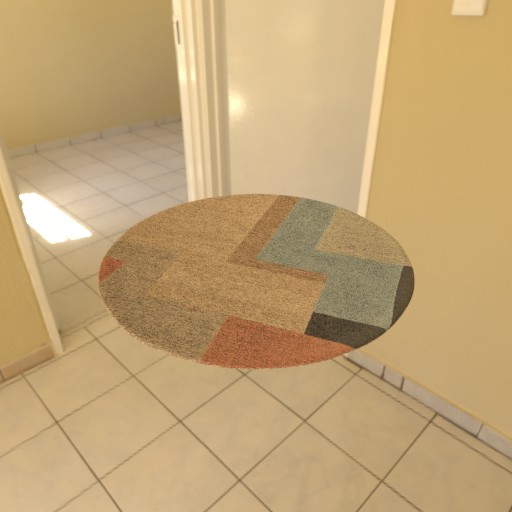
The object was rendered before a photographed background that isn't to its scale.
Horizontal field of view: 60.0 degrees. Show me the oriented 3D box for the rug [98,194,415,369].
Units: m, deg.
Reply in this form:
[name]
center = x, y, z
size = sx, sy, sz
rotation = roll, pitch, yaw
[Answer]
[rug]
center = 0.000, 0.000, 3.598
size = 2.461, 0.033, 2.461
rotation = 0, 32, 0
